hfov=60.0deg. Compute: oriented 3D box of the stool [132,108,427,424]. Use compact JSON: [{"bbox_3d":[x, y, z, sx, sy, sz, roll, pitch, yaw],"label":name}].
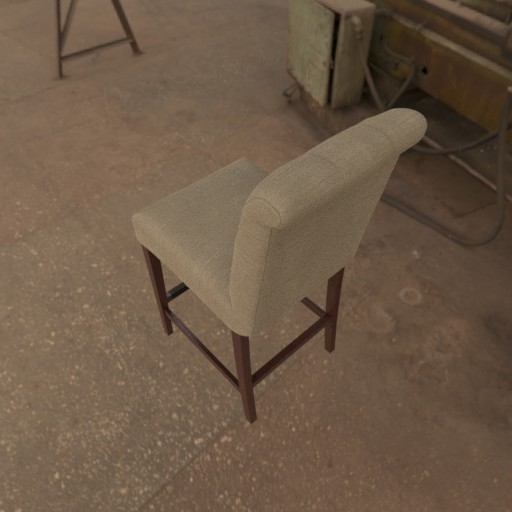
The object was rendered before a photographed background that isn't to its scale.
[{"bbox_3d":[0.000,0.000,1.410,0.486,1.084,0.660,-34,55,-28],"label":"stool"}]
